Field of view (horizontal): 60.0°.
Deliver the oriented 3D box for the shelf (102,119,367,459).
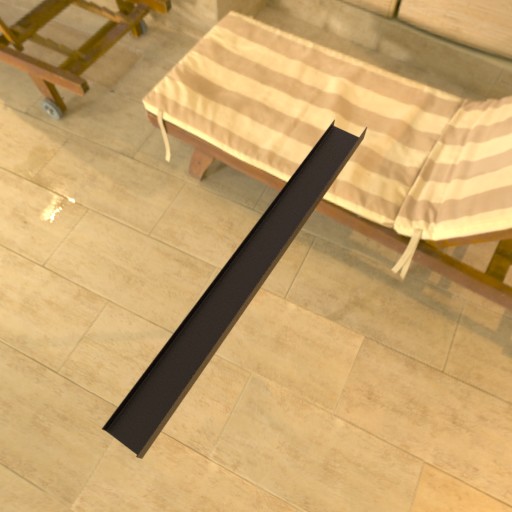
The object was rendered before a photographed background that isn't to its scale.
[{"bbox_3d":[0.000,0.000,0.995,0.092,0.049,0.924,30,66,15],"label":"shelf"}]
